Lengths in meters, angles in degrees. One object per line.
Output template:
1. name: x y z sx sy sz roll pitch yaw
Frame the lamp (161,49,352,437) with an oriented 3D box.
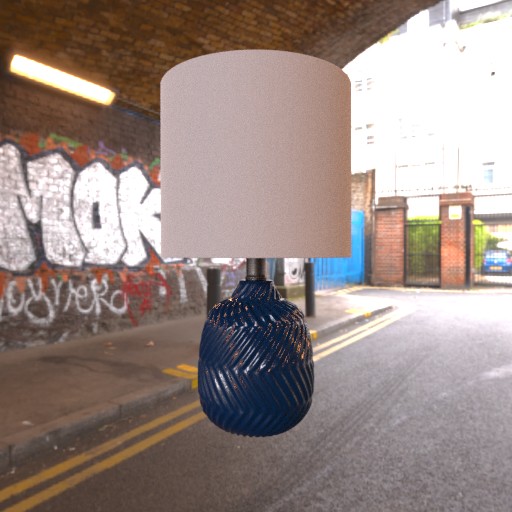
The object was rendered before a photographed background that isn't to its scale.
1. lamp: 0.000 0.000 0.483 0.203 0.368 0.203 0 0 -19
